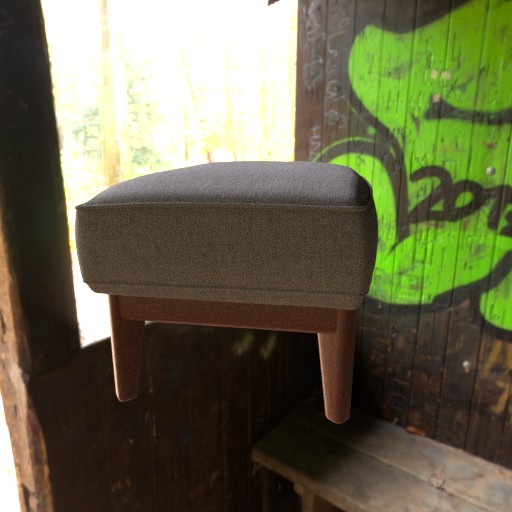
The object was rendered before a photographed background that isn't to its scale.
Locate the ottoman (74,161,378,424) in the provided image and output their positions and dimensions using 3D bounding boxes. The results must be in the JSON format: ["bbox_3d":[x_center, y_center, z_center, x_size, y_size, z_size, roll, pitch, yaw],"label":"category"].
[{"bbox_3d":[0.000,0.000,1.123,0.555,0.458,0.750,3,15,9],"label":"ottoman"}]
